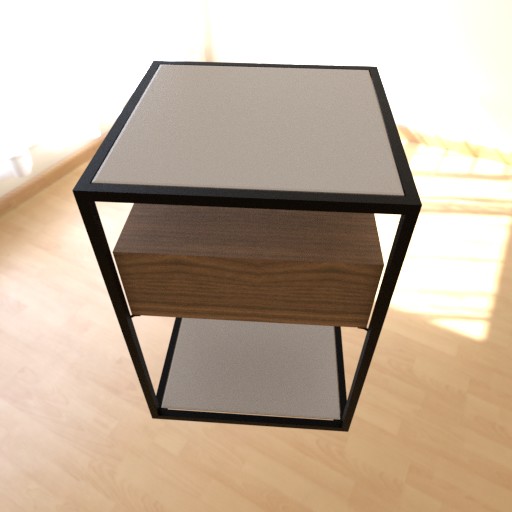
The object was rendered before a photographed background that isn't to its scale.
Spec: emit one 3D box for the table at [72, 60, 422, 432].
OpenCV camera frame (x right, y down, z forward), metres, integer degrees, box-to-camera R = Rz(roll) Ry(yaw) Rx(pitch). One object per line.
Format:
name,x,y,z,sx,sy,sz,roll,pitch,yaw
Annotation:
table,0.000,0.000,0.799,0.378,0.540,0.378,3,44,3
